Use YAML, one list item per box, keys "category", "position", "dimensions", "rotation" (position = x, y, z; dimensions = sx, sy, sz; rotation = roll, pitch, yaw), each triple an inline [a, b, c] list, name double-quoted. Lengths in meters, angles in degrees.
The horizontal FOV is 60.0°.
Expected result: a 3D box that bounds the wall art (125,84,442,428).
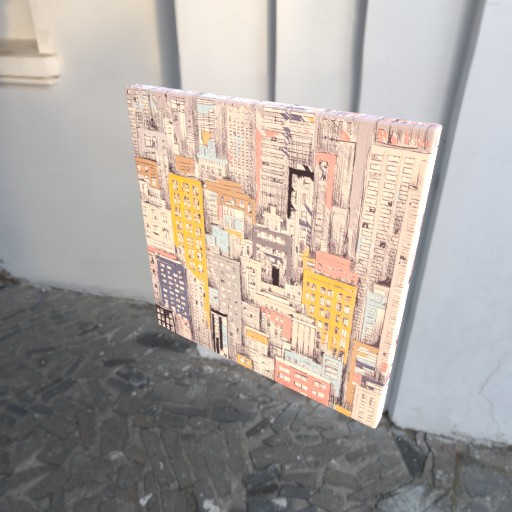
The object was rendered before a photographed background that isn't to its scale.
- category: "wall art"
  position: [0.000, 0.000, 1.138]
  dimensions: [0.761, 0.762, 0.048]
  rotation: [18, 35, 28]
